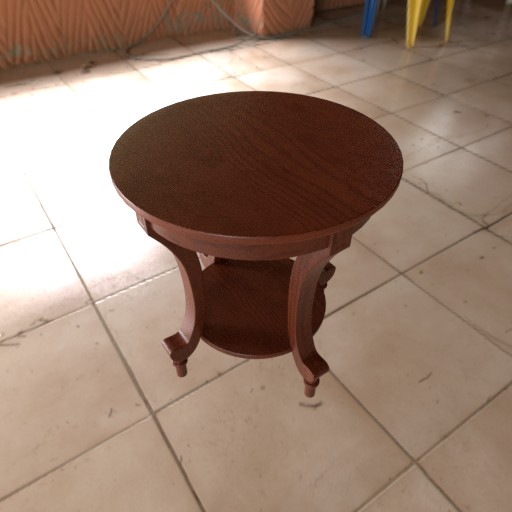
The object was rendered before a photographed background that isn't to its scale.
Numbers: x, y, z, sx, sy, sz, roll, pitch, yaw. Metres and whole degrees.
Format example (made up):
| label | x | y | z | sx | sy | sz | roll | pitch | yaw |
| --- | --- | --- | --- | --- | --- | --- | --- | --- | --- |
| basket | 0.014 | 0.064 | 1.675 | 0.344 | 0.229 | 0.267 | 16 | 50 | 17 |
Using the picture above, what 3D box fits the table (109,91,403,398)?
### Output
| label | x | y | z | sx | sy | sz | roll | pitch | yaw |
| --- | --- | --- | --- | --- | --- | --- | --- | --- | --- |
| table | 0.000 | 0.000 | 1.125 | 0.597 | 0.612 | 0.597 | 0 | 42 | 0 |
